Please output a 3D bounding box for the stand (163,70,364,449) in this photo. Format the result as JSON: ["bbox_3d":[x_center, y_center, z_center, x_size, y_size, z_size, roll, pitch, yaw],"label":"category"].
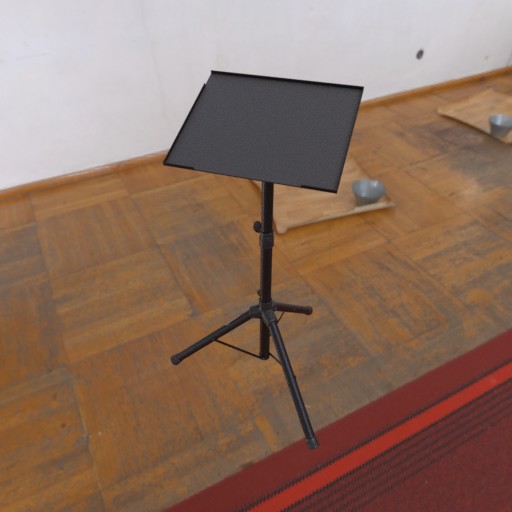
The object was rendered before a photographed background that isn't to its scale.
[{"bbox_3d":[0.000,0.000,1.602,0.702,1.198,0.702,12,42,13],"label":"stand"}]
